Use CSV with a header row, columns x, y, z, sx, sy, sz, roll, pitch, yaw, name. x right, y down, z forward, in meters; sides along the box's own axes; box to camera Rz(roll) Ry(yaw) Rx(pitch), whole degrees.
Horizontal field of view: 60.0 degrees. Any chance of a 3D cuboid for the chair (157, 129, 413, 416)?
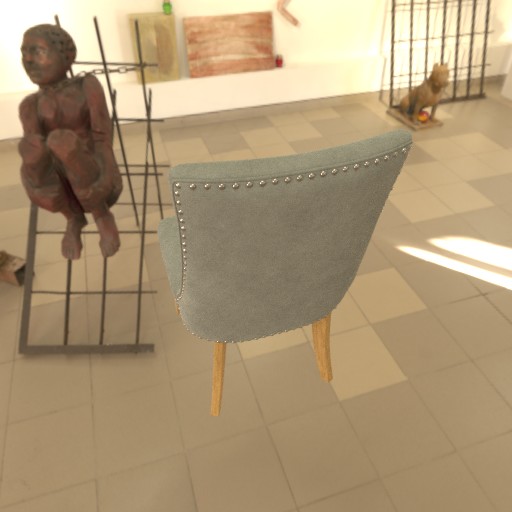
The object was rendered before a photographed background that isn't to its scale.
x,y,z,sx,sy,sz,roll,pitch,yaw,name
0.000,0.000,1.256,0.495,0.902,0.610,-12,42,-14,chair
